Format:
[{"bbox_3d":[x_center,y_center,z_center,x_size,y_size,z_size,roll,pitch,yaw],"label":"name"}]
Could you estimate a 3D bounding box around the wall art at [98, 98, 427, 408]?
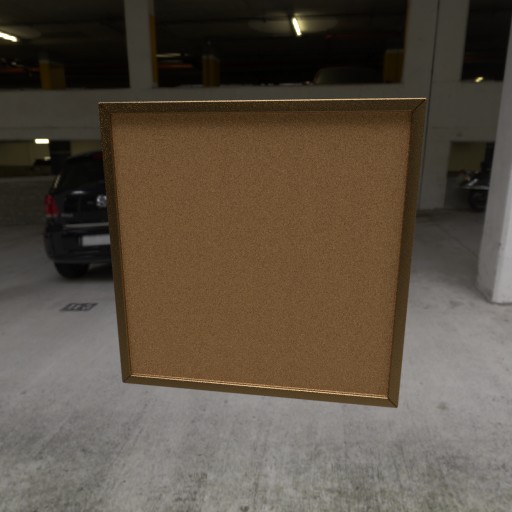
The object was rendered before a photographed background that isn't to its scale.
[{"bbox_3d":[0.000,0.000,0.462,0.305,0.305,0.037,2,15,9],"label":"wall art"}]
